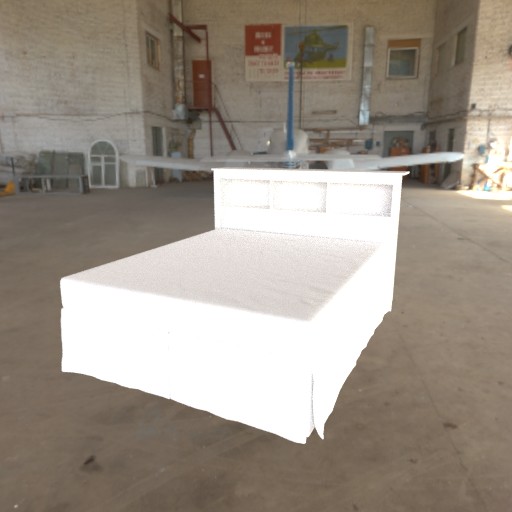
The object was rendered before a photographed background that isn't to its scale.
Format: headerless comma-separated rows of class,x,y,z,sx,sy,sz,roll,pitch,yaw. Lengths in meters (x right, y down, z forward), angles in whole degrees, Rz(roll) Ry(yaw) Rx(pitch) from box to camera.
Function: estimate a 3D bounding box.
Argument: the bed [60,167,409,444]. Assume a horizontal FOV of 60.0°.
bed,0.000,0.000,3.083,1.671,1.092,2.133,7,15,25
